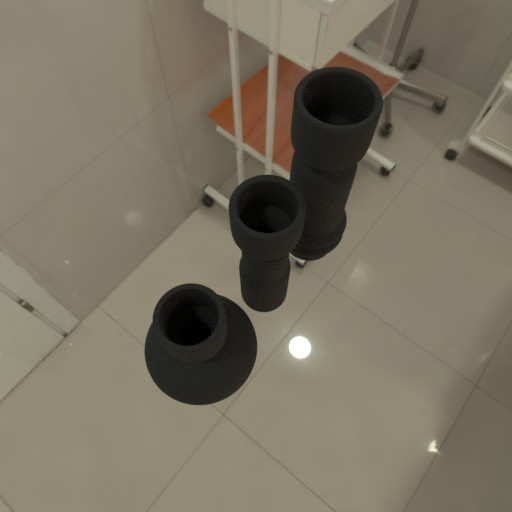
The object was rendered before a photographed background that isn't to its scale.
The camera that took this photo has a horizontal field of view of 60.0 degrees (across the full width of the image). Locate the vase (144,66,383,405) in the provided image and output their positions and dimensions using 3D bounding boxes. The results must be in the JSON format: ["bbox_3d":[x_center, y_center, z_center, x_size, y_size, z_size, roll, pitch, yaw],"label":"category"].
[{"bbox_3d":[0.000,0.000,0.444,0.120,0.249,0.307,35,69,16],"label":"vase"}]
